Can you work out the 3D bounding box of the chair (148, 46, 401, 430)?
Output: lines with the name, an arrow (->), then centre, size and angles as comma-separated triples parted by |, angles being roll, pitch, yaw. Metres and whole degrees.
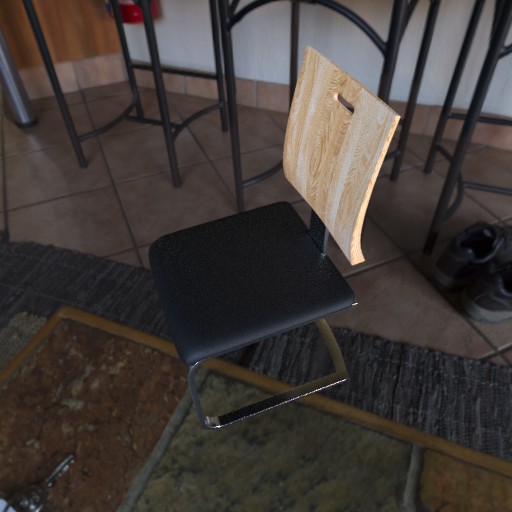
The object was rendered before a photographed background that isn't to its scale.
chair -> 0.000, 0.000, 1.227 | 0.560, 0.936, 0.462 | -16, 47, -15
